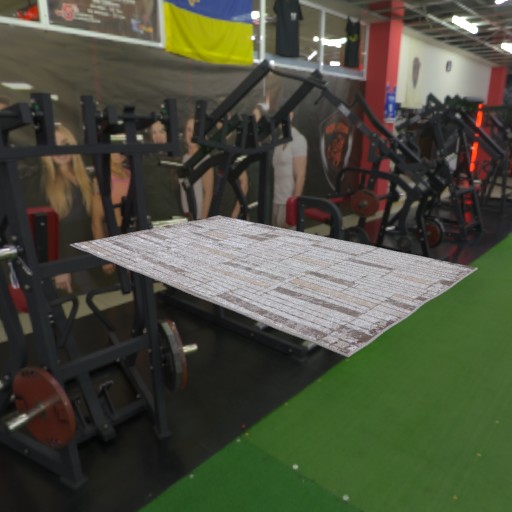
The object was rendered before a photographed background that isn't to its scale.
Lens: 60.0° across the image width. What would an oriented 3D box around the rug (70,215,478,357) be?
[{"bbox_3d":[0.000,0.000,3.086,2.444,0.023,1.531,15,22,41],"label":"rug"}]
